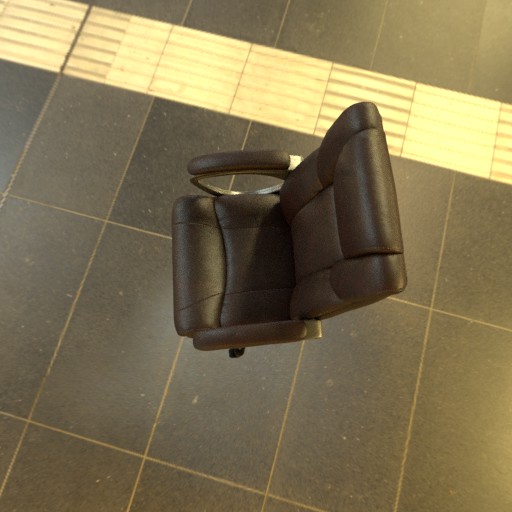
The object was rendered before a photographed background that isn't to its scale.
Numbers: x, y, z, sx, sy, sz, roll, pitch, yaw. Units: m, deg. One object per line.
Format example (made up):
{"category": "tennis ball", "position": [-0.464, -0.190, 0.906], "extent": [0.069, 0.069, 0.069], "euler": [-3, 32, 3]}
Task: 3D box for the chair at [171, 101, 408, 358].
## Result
{"category": "chair", "position": [0.000, 0.000, 1.580], "extent": [0.692, 1.128, 0.656], "euler": [-4, 75, -1]}
